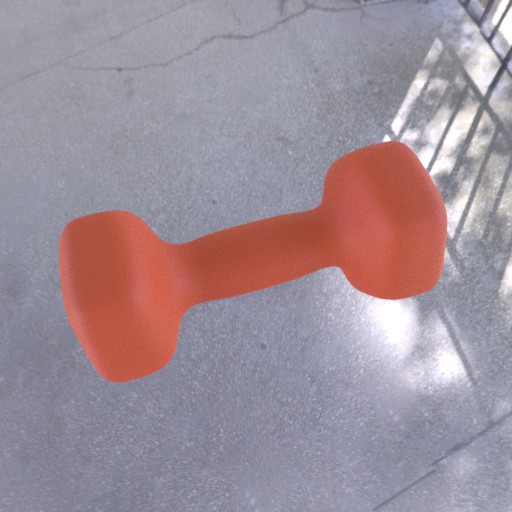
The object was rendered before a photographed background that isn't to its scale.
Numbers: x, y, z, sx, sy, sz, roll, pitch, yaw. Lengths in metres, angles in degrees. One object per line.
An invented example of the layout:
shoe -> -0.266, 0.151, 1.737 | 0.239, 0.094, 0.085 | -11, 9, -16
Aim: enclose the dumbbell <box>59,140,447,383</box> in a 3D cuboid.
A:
dumbbell -> 0.000, 0.000, 0.204 | 0.162, 0.071, 0.079 | -15, 65, -7
